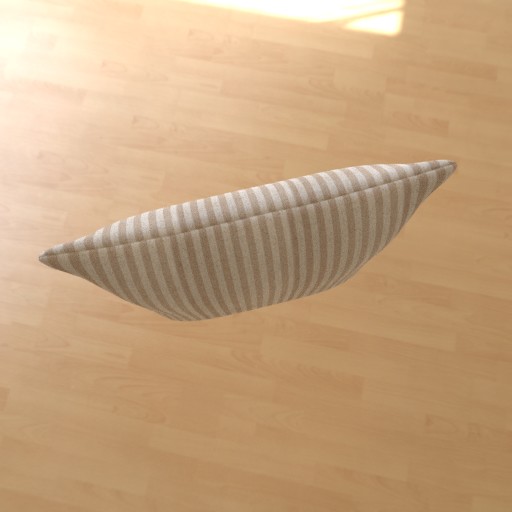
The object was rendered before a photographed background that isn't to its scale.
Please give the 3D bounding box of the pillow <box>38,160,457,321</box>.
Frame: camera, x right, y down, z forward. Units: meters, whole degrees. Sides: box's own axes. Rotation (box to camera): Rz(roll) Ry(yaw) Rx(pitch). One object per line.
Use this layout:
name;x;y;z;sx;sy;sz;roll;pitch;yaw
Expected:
pillow;0.000;0.000;0.775;0.523;0.510;0.166;-13;76;-3
